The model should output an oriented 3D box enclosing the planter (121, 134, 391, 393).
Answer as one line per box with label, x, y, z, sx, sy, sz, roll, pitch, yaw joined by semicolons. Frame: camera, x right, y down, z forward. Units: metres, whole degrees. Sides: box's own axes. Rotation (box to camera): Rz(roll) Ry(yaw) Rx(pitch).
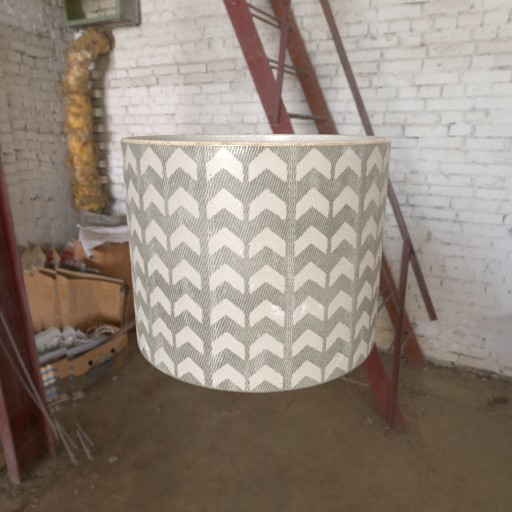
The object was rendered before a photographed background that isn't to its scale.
planter;0.000;0.000;0.349;0.190;0.181;0.190;0;17;0
